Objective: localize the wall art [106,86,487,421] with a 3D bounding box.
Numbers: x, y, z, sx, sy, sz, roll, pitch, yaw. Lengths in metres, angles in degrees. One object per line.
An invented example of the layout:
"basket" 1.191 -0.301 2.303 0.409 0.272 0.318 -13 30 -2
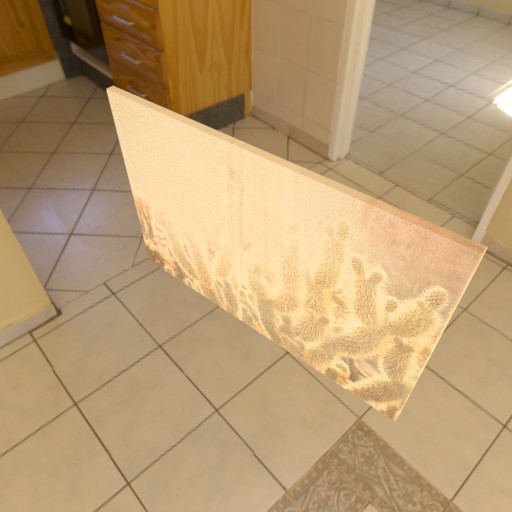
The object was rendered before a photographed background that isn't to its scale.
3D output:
"wall art" 0.000 0.000 1.848 1.525 1.012 0.038 29 53 25
